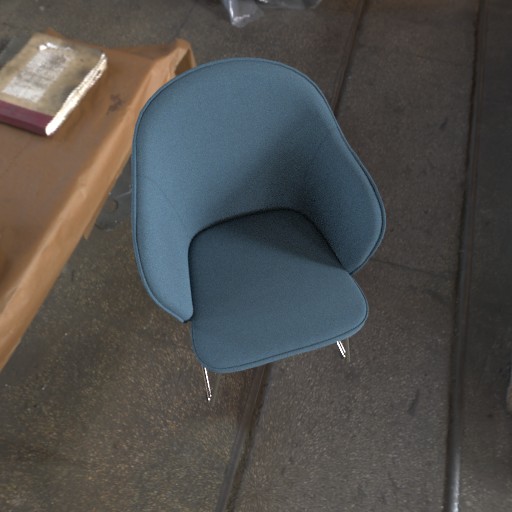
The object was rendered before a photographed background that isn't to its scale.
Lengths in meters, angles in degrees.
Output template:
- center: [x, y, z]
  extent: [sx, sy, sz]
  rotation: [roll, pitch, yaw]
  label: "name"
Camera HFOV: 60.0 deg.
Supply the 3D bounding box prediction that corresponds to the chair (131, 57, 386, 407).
- center: [0.000, 0.000, 1.209]
  extent: [0.570, 0.815, 0.585]
  rotation: [-15, 63, -8]
  label: "chair"
